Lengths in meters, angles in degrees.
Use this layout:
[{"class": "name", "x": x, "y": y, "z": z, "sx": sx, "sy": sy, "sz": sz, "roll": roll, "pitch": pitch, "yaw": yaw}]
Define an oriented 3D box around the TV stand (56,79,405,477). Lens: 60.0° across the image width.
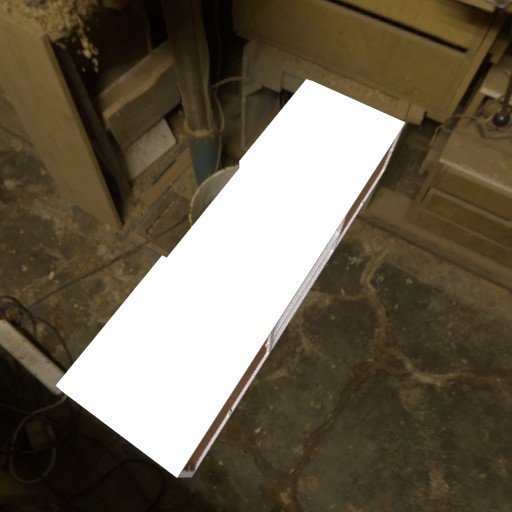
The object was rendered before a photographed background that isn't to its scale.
[{"class": "TV stand", "x": 0.000, "y": 0.000, "z": 1.574, "sx": 0.420, "sy": 0.310, "sz": 1.400, "roll": 30, "pitch": 67, "yaw": 14}]
